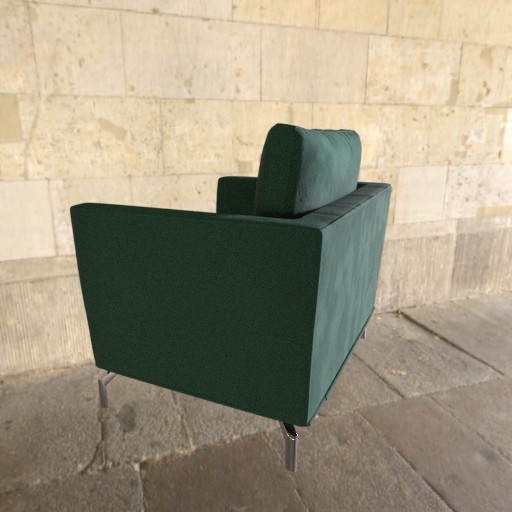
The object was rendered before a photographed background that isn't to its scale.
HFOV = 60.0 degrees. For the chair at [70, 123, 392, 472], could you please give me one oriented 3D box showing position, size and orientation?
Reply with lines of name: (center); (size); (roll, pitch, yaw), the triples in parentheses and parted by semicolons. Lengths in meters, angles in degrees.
chair: (0.000, 0.000, 1.754); (0.852, 0.997, 1.047); (7, 17, 24)
